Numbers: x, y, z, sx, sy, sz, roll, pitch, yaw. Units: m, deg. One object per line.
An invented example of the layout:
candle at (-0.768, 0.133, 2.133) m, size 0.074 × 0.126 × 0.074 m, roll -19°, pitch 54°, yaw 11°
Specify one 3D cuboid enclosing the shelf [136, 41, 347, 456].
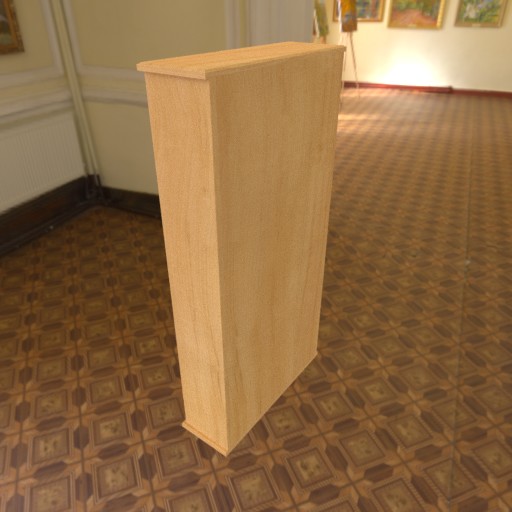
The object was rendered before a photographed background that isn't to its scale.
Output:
shelf at (0.000, 0.000, 1.228) m, size 0.175 × 1.030 × 0.520 m, roll 21°, pitch 36°, yaw 31°
